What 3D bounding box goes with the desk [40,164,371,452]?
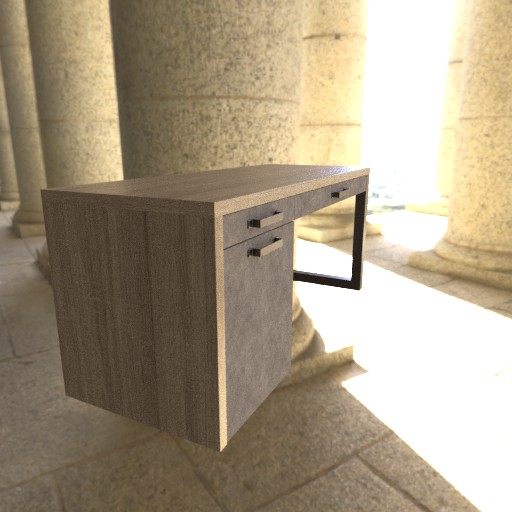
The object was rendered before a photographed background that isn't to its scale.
[{"bbox_3d":[0.000,0.000,2.104,0.690,0.760,1.700,7,17,26],"label":"desk"}]
